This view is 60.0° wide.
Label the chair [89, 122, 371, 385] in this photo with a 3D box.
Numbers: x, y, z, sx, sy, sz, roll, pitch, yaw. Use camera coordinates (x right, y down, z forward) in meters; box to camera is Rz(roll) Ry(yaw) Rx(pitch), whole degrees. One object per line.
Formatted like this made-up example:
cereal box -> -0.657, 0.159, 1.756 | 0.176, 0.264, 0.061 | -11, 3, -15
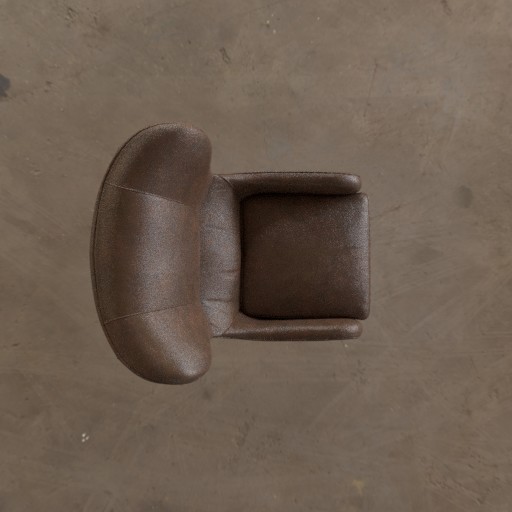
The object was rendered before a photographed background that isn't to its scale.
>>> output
chair -> 0.000, 0.000, 1.656 | 0.914, 1.048, 0.692 | 0, 89, -1
